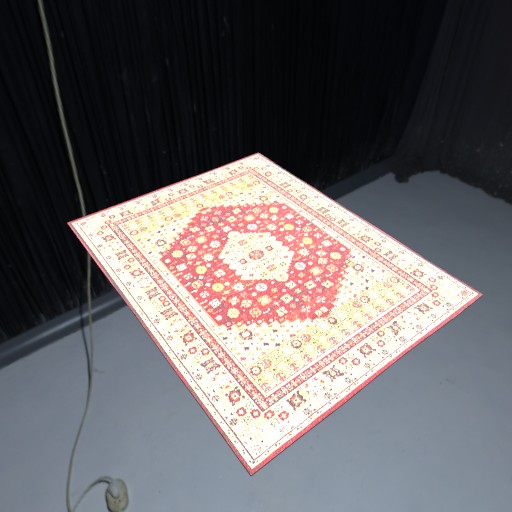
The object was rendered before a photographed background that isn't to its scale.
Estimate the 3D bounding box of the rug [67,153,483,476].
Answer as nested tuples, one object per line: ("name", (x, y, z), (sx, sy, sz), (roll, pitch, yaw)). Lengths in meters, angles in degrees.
("rug", (0.000, 0.000, 4.019), (2.387, 0.013, 3.053), (-26, 48, -27))
